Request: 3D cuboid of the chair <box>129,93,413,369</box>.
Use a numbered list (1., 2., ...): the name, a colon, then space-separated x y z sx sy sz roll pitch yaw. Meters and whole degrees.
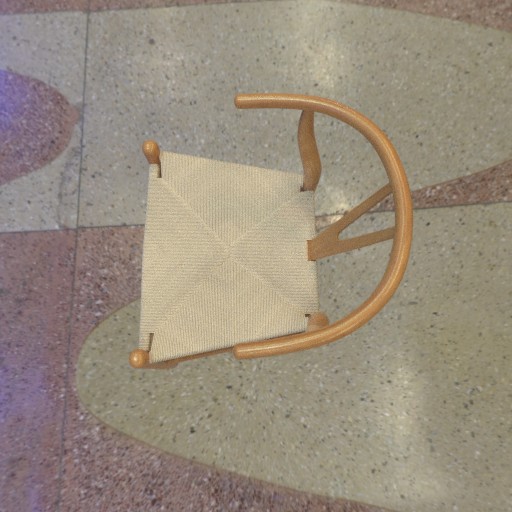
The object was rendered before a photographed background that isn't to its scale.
1. chair: 0.000 0.000 1.160 0.579 0.730 0.569 -1 75 0
